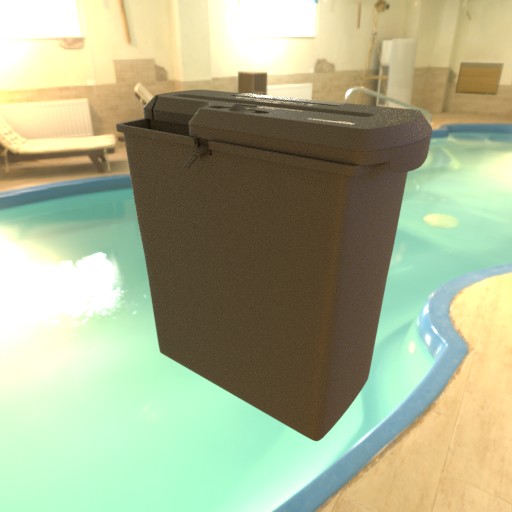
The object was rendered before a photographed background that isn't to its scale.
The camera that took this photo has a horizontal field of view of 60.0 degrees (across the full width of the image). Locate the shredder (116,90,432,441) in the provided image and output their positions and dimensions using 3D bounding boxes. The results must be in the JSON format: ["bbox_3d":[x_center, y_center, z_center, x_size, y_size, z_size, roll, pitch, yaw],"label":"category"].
[{"bbox_3d":[0.000,0.000,0.500,0.320,0.335,0.170,19,32,33],"label":"shredder"}]
